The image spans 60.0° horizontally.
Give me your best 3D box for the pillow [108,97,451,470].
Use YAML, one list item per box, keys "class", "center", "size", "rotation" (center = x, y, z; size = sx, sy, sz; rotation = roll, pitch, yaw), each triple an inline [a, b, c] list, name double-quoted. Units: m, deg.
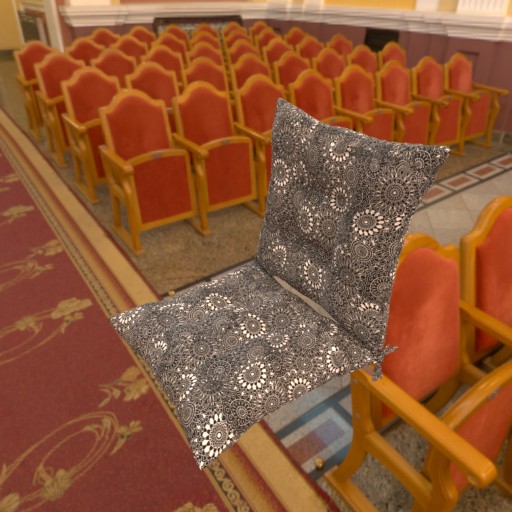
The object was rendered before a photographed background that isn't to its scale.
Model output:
- class: "pillow"
  center: [0.000, 0.000, 0.983]
  size: [0.585, 0.536, 0.541]
  rotation: [-20, 37, -29]
